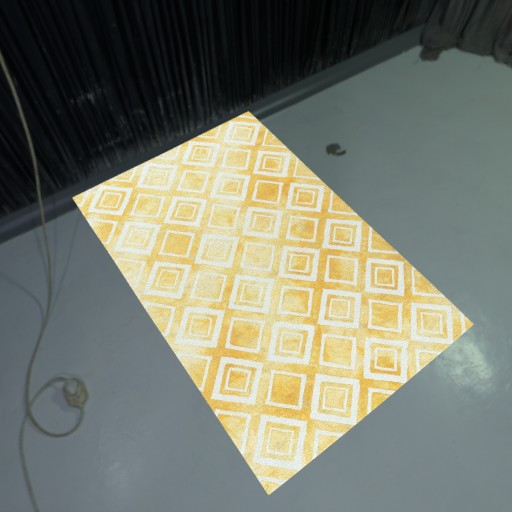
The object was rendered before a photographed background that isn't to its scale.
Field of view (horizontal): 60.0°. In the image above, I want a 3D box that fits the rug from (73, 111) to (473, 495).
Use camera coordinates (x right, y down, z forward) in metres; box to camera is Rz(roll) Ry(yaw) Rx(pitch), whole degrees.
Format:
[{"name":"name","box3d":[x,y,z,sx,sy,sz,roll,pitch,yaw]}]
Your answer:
[{"name":"rug","box3d":[0.000,0.000,2.288,1.213,0.010,1.829,-32,64,-18]}]
